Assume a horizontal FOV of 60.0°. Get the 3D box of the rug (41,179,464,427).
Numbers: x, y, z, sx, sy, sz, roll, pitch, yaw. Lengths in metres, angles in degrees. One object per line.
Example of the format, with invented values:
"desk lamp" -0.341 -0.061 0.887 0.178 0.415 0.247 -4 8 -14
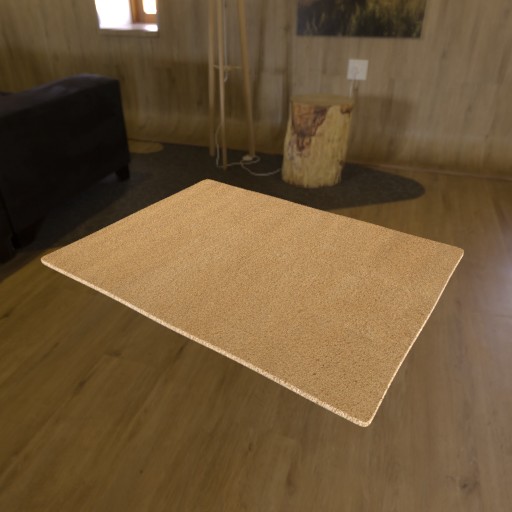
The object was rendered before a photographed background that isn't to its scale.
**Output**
"rug" 0.000 0.000 2.079 1.600 0.025 1.199 20 37 29
